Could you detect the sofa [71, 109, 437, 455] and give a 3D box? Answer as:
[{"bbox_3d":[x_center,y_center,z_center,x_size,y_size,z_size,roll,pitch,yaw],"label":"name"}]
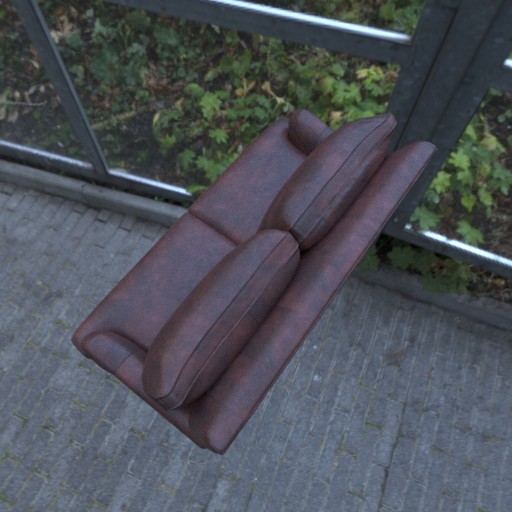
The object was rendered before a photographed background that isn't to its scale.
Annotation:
[{"bbox_3d":[0.000,0.000,2.746,1.147,1.071,2.144,33,68,15],"label":"sofa"}]
